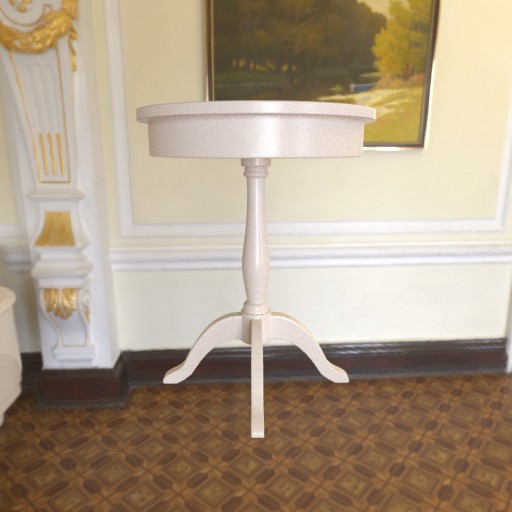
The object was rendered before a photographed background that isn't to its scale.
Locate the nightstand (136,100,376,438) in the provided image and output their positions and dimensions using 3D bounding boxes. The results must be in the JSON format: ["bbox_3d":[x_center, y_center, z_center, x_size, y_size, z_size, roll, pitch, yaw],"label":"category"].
[{"bbox_3d":[0.000,0.000,1.053,0.513,0.653,0.513,2,14,8],"label":"nightstand"}]
